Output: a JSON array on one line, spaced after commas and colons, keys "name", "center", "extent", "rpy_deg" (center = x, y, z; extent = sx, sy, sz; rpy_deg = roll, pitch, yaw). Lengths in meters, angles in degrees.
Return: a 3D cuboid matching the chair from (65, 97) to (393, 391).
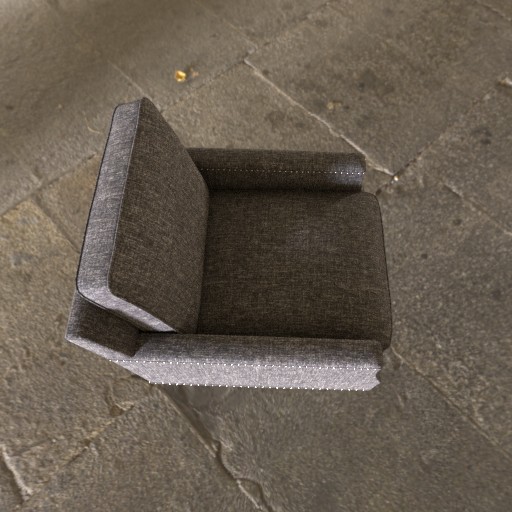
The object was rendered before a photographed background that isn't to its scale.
[{"name": "chair", "center": [0.000, 0.000, 1.662], "extent": [1.014, 0.943, 0.853], "rpy_deg": [2, 65, 1]}]
